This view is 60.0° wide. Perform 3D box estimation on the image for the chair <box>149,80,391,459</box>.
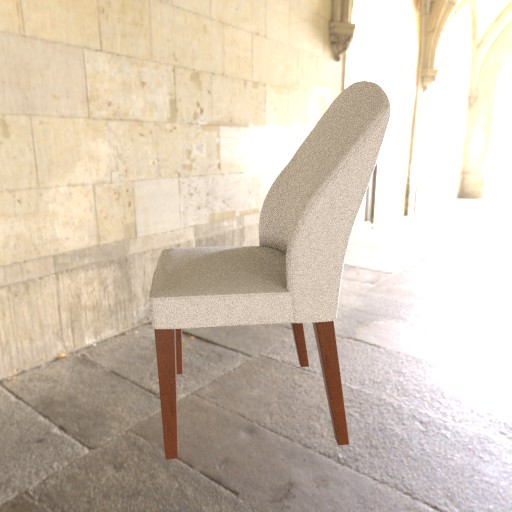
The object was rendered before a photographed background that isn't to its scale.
[{"bbox_3d":[0.000,0.000,1.197,0.540,0.893,0.472,-2,14,-7],"label":"chair"}]
